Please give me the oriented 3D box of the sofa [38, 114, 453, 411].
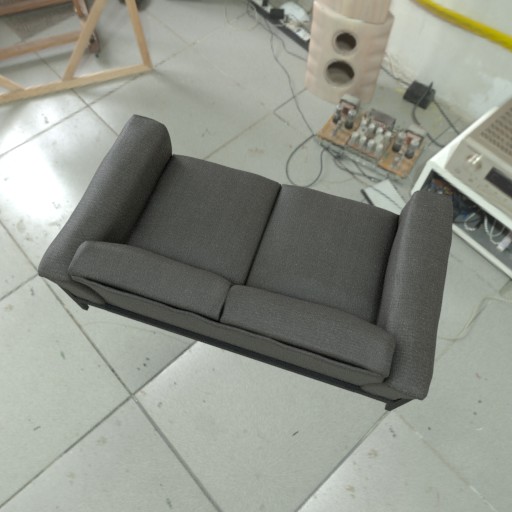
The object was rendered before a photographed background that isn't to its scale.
[{"bbox_3d":[0.000,0.000,2.166,1.690,0.656,0.960,16,65,8],"label":"sofa"}]
